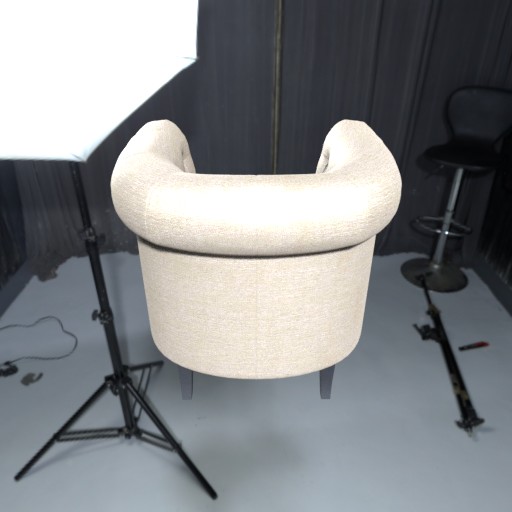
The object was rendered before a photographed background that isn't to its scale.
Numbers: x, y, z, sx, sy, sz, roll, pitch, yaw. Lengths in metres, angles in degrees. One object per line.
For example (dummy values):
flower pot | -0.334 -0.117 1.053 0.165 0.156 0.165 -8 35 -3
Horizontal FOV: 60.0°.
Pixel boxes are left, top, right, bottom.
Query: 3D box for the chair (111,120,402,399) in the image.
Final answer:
chair | 0.000 0.000 1.579 0.905 0.827 0.852 0 30 0
